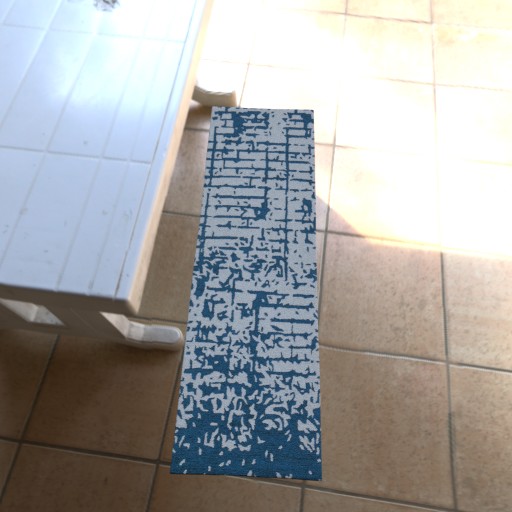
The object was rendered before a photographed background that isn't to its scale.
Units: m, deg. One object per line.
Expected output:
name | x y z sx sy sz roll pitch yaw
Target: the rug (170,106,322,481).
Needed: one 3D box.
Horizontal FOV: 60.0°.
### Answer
rug | 0.000 0.000 2.720 0.750 0.011 2.435 2 63 1
